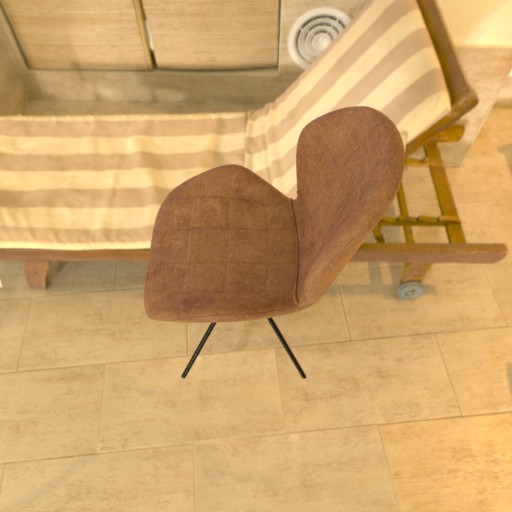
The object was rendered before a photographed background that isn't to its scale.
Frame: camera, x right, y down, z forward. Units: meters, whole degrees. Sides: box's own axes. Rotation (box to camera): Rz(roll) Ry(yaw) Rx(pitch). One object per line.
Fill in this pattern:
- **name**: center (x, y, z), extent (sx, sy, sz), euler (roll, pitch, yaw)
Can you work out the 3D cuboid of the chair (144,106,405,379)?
- **chair**: center (0.000, 0.000, 1.335), extent (0.640, 0.929, 0.527), euler (0, 56, 0)
